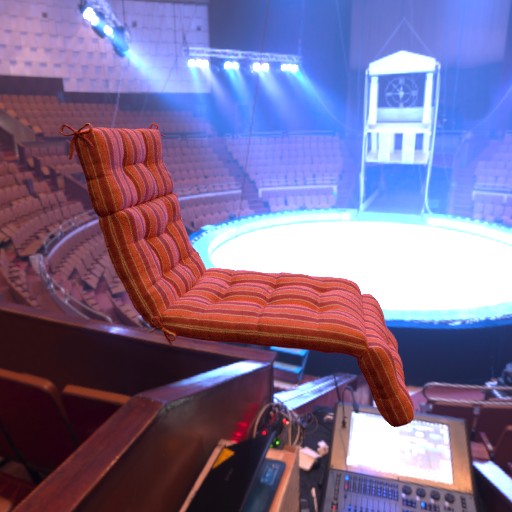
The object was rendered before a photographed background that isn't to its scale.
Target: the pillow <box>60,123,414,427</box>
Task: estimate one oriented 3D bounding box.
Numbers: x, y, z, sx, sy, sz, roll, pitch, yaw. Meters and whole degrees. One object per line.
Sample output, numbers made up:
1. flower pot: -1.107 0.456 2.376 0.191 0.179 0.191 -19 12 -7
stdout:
1. pillow: 0.000 0.000 1.476 1.016 0.863 0.526 3 16 10
